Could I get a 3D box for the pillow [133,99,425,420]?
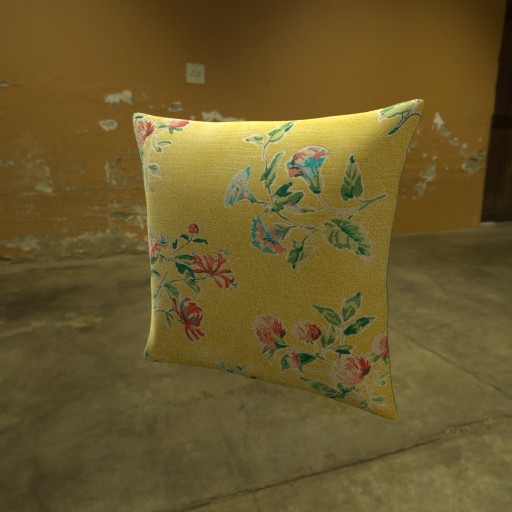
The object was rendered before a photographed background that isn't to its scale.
[{"bbox_3d":[0.000,0.000,0.791,0.525,0.508,0.166,6,15,25],"label":"pillow"}]
